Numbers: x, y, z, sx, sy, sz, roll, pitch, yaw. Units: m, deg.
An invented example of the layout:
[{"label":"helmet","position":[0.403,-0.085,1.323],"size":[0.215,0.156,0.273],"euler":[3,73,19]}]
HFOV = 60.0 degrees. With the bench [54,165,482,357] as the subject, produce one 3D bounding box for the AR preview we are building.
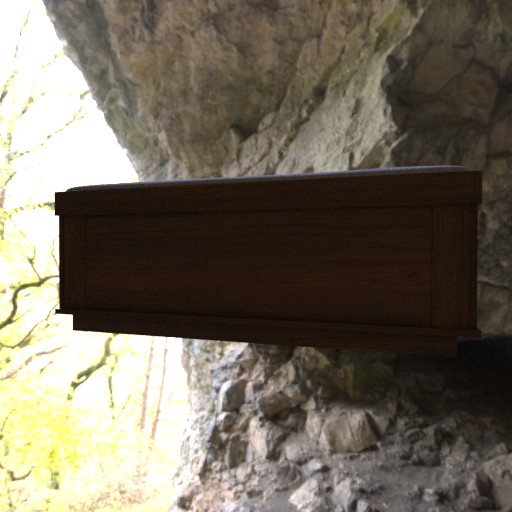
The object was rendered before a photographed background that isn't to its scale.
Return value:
[{"label":"bench","position":[0.000,0.000,1.364],"size":[1.196,0.468,0.367],"euler":[0,1,18]}]
